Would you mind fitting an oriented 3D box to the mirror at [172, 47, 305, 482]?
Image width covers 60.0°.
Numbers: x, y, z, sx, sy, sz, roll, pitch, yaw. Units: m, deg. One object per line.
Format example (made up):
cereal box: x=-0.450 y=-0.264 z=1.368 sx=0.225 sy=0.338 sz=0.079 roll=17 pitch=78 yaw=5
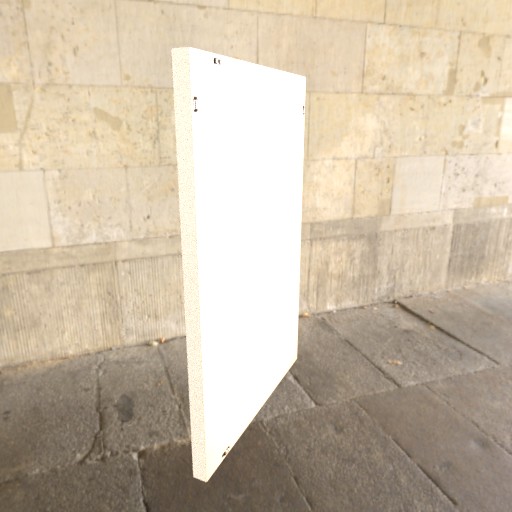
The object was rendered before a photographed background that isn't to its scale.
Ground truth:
mirror: x=0.000 y=0.000 z=1.156 sx=0.041 sy=0.915 sz=0.609 roll=8 pitch=19 yaw=24
